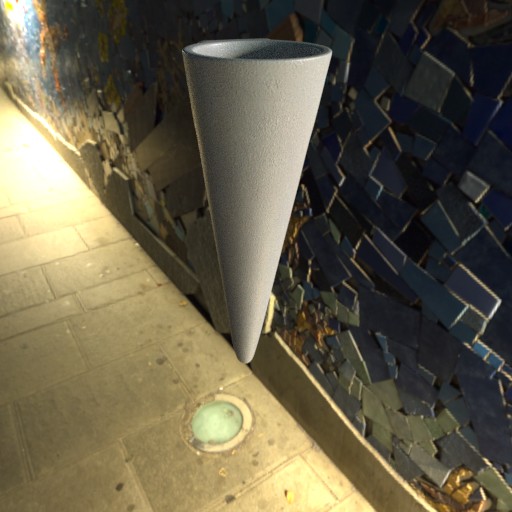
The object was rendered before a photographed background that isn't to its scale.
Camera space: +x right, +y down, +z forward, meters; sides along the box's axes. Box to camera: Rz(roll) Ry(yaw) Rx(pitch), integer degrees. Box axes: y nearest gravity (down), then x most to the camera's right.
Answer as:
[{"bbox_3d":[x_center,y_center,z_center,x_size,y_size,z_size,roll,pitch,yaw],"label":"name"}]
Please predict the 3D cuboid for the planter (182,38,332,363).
[{"bbox_3d":[0.000,0.000,0.224,0.057,0.191,0.064,-10,33,-15],"label":"planter"}]
